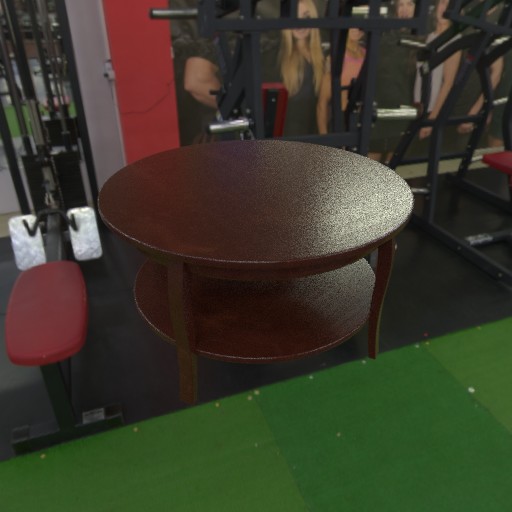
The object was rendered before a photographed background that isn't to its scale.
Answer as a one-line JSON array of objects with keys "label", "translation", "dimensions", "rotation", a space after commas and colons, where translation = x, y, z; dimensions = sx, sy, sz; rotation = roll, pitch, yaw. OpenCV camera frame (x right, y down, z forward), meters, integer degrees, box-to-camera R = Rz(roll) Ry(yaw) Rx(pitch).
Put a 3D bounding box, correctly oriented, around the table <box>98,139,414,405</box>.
[{"label": "table", "translation": [0.000, 0.000, 1.462], "dimensions": [0.911, 0.512, 0.911], "rotation": [0, 31, 0]}]
